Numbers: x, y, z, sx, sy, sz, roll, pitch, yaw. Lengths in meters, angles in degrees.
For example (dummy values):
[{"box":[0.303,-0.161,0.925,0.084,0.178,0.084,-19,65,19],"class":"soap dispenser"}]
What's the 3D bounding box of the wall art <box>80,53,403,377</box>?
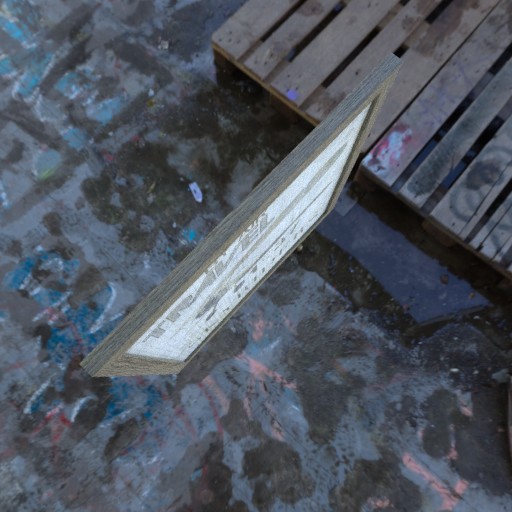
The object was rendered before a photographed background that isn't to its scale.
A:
[{"box":[0.000,0.000,0.742,0.019,0.508,0.508,42,79,10],"class":"wall art"}]
